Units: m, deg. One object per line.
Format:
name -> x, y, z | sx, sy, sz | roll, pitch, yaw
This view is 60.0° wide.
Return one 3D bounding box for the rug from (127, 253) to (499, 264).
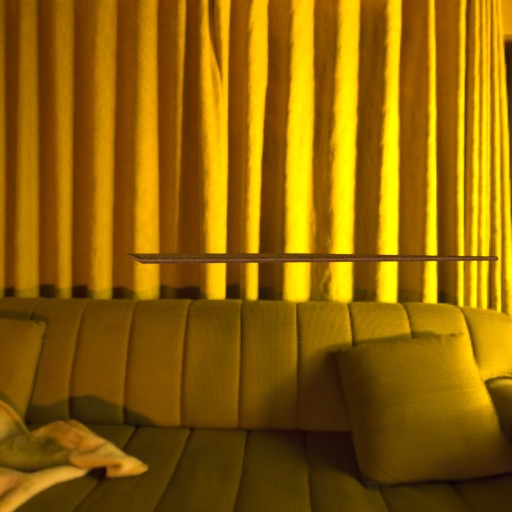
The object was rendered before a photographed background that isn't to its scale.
rug -> 0.000, 0.000, 2.245 | 1.219, 0.016, 1.829 | 0, 1, -17
